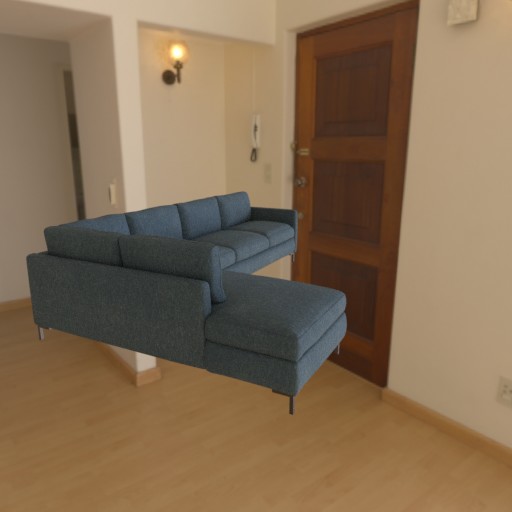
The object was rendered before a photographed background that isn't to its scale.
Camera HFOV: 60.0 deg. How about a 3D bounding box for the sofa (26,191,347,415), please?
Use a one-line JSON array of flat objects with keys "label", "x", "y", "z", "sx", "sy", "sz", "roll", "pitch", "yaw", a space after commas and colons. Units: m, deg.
[{"label": "sofa", "x": 0.000, "y": 0.000, "z": 3.816, "sx": 2.007, "sy": 0.815, "sz": 2.949, "roll": 7, "pitch": 16, "yaw": 27}]
